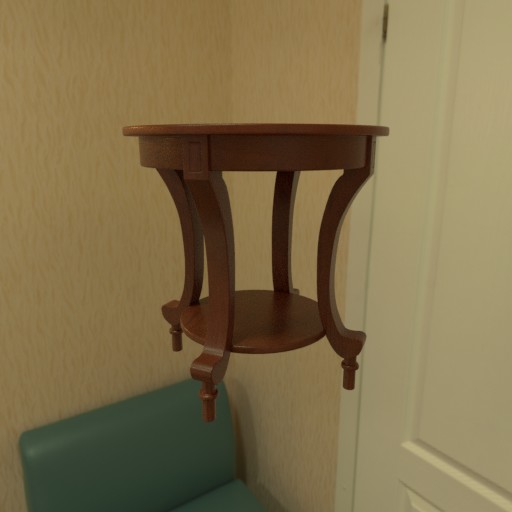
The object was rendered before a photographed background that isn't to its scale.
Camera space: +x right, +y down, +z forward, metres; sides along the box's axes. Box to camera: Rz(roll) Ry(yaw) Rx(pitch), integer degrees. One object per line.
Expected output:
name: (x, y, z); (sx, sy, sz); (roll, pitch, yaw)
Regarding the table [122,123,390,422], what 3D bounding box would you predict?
table: (0.000, 0.000, 1.106); (0.597, 0.612, 0.597); (0, 14, 0)
